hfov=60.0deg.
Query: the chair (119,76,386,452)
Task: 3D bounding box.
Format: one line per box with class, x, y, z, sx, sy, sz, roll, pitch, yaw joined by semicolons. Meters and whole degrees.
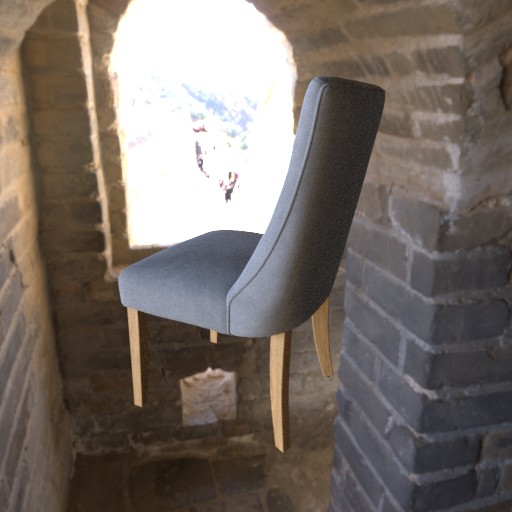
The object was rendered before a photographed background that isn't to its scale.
chair;0.000;0.000;1.248;0.610;0.902;0.495;9;20;25
